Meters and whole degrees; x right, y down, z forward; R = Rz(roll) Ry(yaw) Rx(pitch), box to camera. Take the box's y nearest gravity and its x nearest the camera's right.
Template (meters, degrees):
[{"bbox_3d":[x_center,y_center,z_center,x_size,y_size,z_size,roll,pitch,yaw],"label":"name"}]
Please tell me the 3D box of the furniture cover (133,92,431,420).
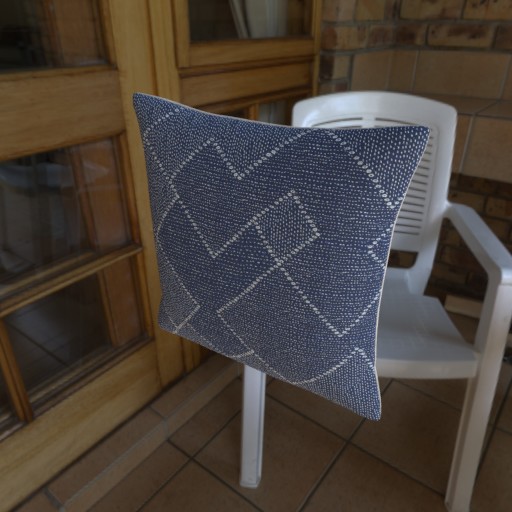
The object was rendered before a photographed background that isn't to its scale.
[{"bbox_3d":[0.000,0.000,0.774,0.511,0.503,0.162,16,32,28],"label":"furniture cover"}]
